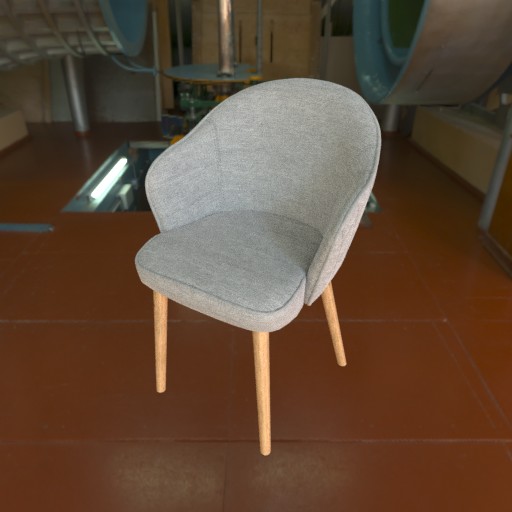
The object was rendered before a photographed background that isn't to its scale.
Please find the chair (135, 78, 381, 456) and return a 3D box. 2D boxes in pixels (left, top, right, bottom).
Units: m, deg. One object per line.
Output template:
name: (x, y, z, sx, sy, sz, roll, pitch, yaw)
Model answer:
chair: (0.000, 0.000, 1.150, 0.540, 0.800, 0.530, 19, 35, 29)
